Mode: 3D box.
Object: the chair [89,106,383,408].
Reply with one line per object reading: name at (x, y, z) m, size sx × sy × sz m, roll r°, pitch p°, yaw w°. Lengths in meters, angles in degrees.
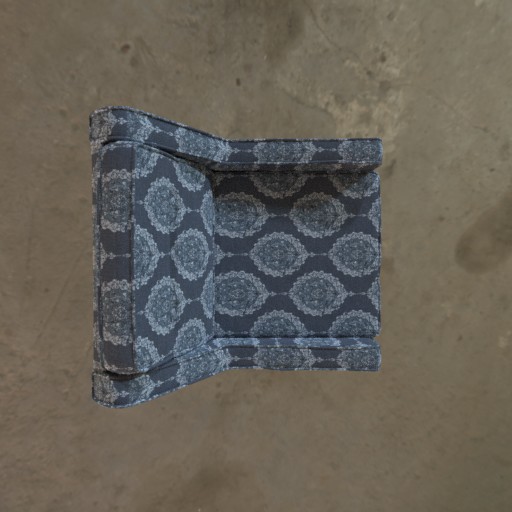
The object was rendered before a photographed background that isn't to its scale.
chair at (0.000, 0.000, 1.306) m, size 0.743 × 0.792 × 0.663 m, roll 0°, pitch 91°, yaw -1°
